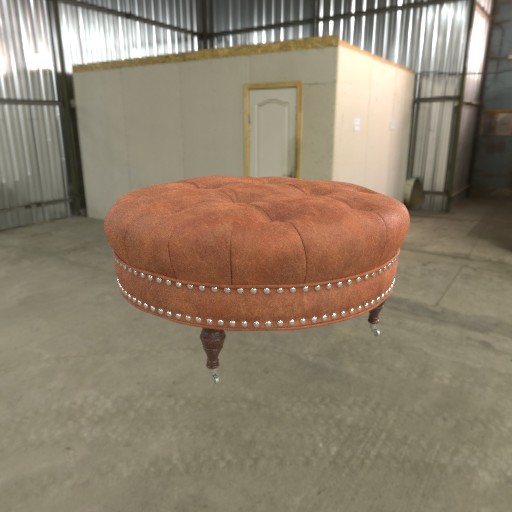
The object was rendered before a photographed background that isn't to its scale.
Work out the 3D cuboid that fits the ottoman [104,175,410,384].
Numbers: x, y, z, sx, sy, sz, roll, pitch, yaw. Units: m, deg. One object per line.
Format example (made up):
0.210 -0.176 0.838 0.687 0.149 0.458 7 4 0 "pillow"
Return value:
0.000 0.000 1.399 0.901 0.444 0.901 0 17 0 "ottoman"
